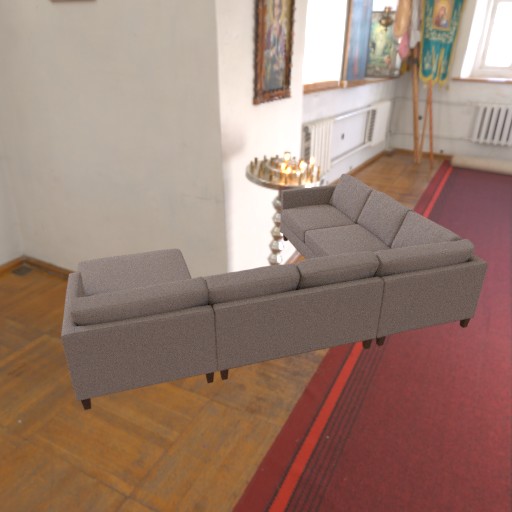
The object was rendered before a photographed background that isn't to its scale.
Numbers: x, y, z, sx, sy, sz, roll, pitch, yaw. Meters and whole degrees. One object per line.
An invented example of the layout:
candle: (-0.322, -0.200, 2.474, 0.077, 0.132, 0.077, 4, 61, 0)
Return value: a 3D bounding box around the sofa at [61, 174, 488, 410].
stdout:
sofa: (0.000, 0.000, 4.465, 3.438, 0.865, 2.424, -8, 28, -16)
